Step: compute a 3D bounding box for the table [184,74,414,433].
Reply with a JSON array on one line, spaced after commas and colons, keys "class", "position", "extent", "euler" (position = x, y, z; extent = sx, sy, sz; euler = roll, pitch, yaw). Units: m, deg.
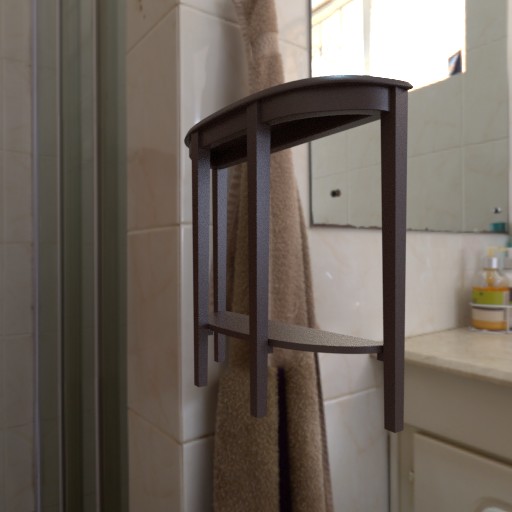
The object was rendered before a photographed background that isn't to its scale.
[{"class": "table", "position": [0.000, 0.000, 1.338], "extent": [0.274, 0.831, 0.909], "euler": [0, 0, -35]}]
